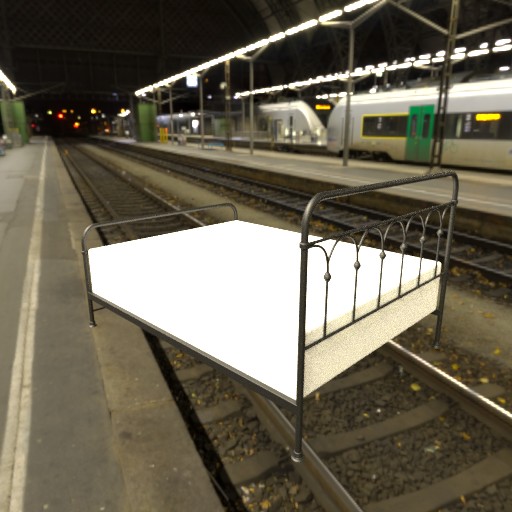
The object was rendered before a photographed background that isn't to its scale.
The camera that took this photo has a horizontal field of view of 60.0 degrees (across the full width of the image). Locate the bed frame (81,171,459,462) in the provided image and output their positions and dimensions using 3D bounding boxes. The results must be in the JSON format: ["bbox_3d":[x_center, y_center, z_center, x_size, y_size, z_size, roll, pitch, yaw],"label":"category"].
[{"bbox_3d":[0.000,0.000,3.239,2.203,1.276,1.664,15,22,42],"label":"bed frame"}]
